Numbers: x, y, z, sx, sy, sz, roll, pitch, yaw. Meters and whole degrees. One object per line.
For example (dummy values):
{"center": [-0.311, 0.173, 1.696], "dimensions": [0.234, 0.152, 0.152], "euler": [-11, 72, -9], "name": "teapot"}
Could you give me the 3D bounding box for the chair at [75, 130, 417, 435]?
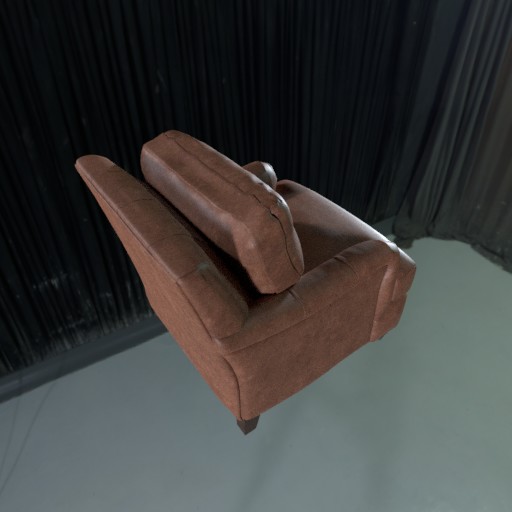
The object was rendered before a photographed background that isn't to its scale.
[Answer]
{"center": [0.000, 0.000, 2.011], "dimensions": [1.158, 1.055, 0.986], "euler": [-24, 44, -27], "name": "chair"}
